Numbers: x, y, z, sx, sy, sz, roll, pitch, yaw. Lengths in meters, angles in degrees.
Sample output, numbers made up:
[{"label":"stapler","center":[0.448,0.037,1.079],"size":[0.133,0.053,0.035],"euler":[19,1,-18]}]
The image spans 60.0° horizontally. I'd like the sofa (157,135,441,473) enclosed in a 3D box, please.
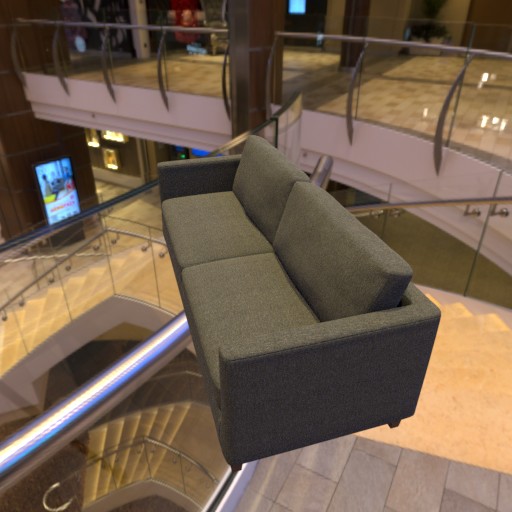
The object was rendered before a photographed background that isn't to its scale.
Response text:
[{"label":"sofa","center":[0.000,0.000,2.708],"size":[0.948,0.965,2.208],"euler":[-9,32,-15]}]
